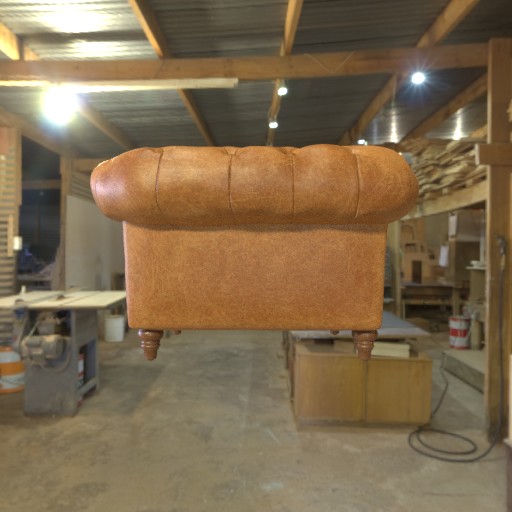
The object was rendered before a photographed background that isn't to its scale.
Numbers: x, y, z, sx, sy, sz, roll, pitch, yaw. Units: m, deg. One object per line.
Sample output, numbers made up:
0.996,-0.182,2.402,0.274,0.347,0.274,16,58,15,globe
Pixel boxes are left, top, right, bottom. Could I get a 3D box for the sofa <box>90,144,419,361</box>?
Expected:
0.000,0.000,2.046,1.405,0.878,1.033,0,1,0,sofa
